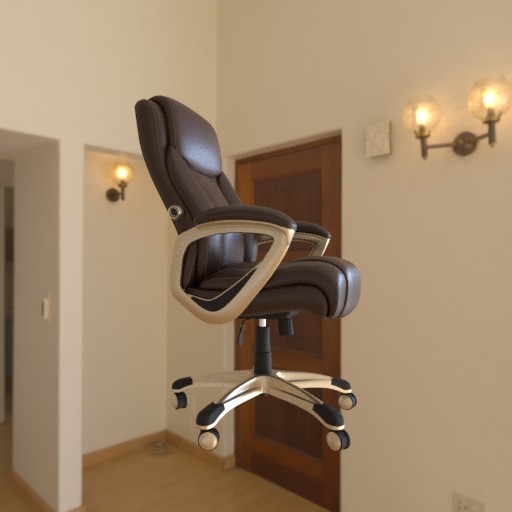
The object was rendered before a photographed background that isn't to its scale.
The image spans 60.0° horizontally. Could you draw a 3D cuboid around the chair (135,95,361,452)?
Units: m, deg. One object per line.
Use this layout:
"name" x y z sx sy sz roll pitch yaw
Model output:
"chair" 0.000 0.000 1.656 0.749 1.194 0.692 0 -1 20
